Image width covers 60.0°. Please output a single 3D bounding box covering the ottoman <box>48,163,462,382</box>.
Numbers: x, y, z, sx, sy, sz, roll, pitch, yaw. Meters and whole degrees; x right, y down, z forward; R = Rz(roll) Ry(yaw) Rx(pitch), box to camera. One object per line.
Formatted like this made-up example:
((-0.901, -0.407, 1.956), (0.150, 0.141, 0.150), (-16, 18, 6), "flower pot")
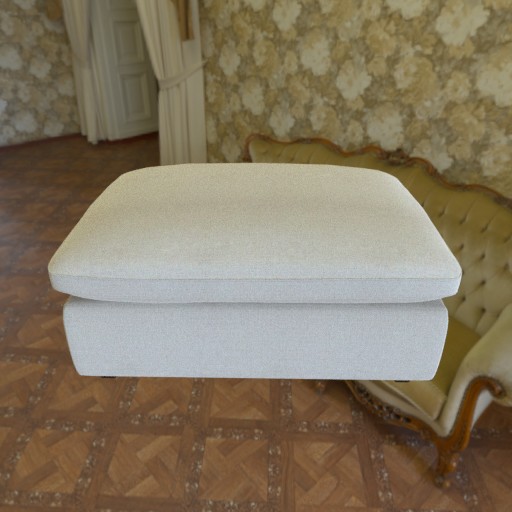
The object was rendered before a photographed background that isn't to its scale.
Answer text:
((0.000, 0.000, 1.358), (0.984, 0.453, 0.686), (1, 30, 1), "ottoman")
